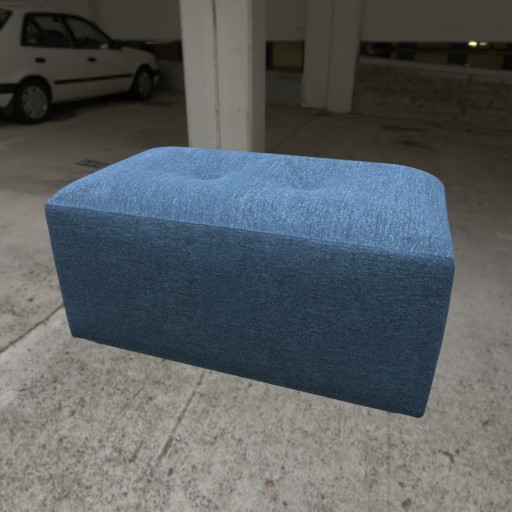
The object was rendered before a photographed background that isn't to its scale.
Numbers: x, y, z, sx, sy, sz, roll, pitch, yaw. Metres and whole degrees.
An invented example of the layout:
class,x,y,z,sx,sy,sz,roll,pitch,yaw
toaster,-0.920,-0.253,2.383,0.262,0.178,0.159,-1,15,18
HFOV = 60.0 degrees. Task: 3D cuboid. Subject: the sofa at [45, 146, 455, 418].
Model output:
class,x,y,z,sx,sy,sz,roll,pitch,yaw
sofa,0.000,0.000,1.189,0.930,0.470,0.480,9,28,16
